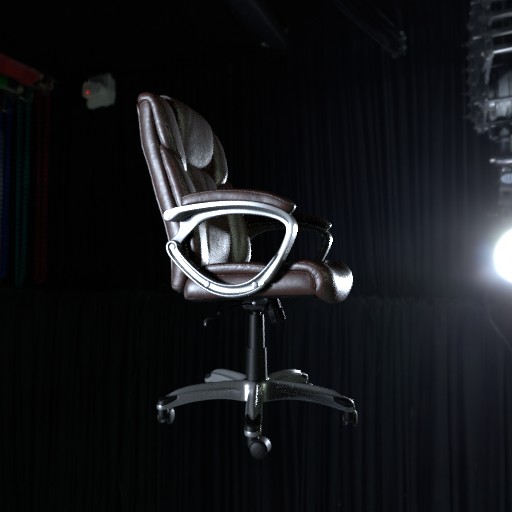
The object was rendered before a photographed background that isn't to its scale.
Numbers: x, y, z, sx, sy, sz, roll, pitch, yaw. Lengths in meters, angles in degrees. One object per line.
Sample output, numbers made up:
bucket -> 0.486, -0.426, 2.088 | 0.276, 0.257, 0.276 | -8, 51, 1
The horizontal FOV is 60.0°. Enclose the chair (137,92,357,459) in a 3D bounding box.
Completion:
chair -> 0.000, 0.000, 1.569 | 0.692, 1.128, 0.656 | 0, -2, 19
